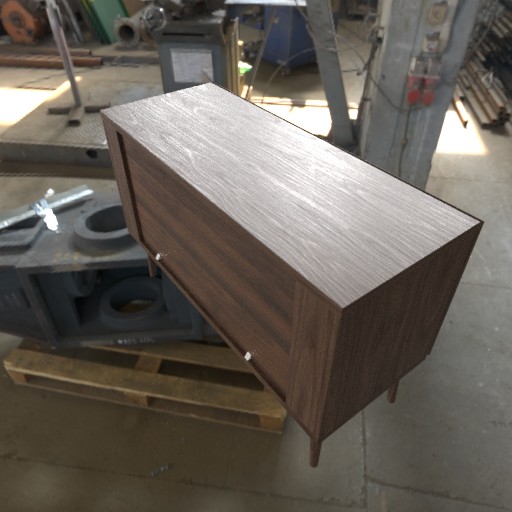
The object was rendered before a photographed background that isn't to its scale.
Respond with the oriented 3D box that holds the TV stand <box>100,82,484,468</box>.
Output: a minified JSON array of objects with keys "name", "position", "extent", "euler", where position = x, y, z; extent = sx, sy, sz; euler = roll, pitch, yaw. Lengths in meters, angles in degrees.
[{"name":"TV stand","position":[0.000,0.000,1.308],"extent":[0.405,0.660,0.990],"euler":[-26,47,-27]}]
